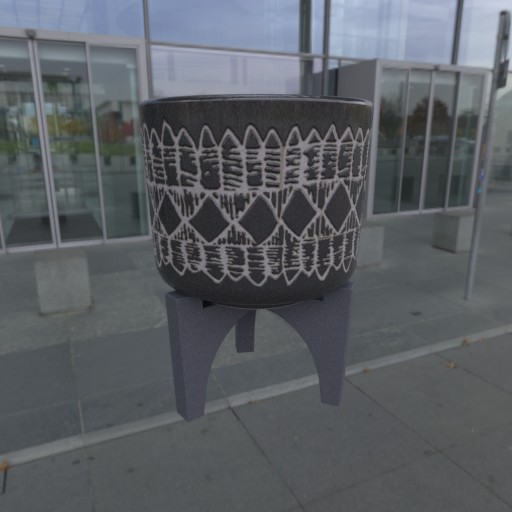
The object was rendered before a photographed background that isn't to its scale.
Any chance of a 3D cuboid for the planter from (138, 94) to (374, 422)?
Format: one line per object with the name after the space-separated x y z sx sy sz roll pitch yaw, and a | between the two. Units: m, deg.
0.000 0.000 0.273 0.129 0.177 0.129 0 15 0 | planter
